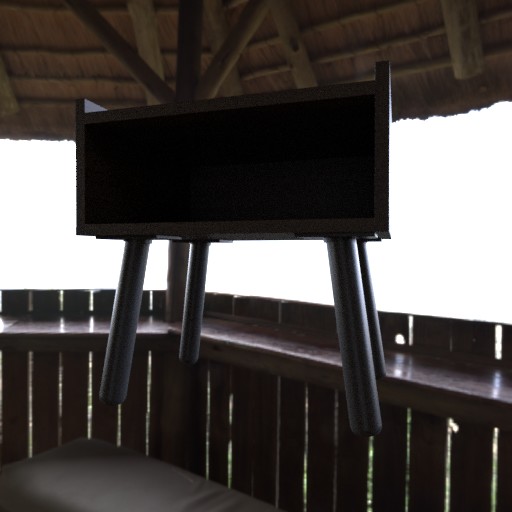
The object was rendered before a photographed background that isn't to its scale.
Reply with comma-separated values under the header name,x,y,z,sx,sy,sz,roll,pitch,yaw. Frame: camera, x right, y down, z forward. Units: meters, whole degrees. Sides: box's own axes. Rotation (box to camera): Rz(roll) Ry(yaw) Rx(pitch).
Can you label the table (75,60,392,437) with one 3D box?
name,x,y,z,sx,sy,sz,roll,pitch,yaw
table,0.000,0.000,0.773,0.450,0.470,0.370,0,1,18
